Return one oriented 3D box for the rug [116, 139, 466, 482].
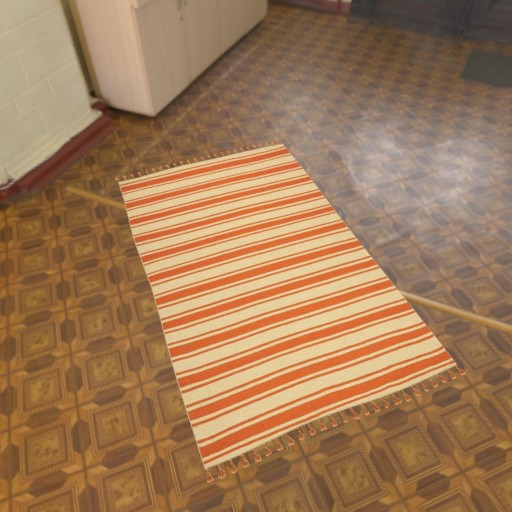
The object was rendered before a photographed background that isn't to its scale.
[{"bbox_3d":[0.000,0.000,2.513,1.232,0.017,2.092,-16,49,-15],"label":"rug"}]
